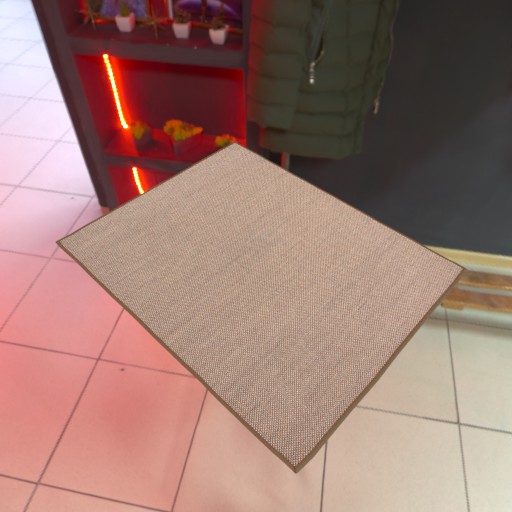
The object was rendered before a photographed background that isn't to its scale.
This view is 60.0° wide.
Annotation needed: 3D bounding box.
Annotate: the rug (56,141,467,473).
[{"bbox_3d":[0.000,0.000,4.129,3.041,0.020,2.413,35,56,28],"label":"rug"}]
